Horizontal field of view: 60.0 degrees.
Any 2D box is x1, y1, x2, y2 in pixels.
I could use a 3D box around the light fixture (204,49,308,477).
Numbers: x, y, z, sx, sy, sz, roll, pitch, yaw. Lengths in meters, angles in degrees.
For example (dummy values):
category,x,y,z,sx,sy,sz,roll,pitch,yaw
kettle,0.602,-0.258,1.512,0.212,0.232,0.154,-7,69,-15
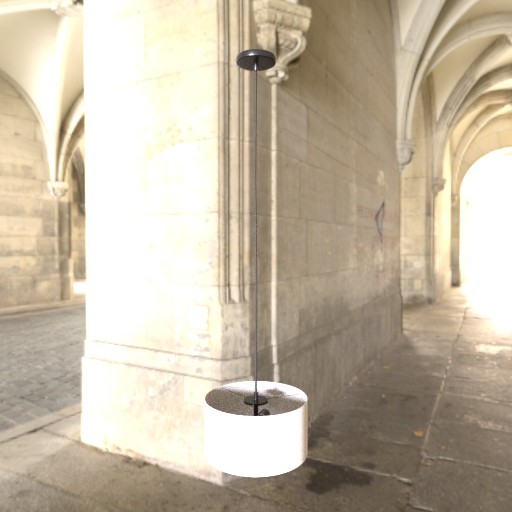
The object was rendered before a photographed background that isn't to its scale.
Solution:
category,x,y,z,sx,sy,sz,roll,pitch,yaw
light fixture,0.000,0.000,1.710,0.399,1.516,0.399,0,1,0
